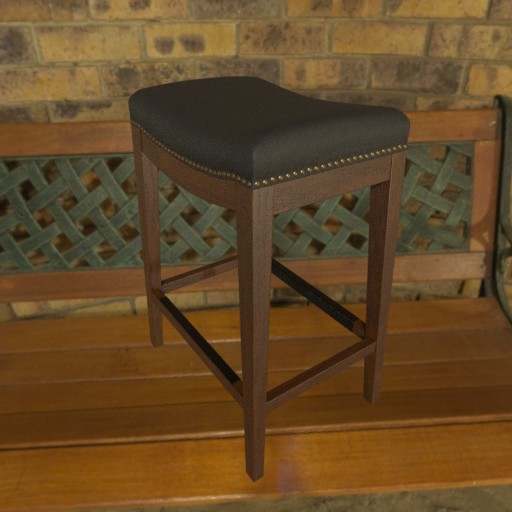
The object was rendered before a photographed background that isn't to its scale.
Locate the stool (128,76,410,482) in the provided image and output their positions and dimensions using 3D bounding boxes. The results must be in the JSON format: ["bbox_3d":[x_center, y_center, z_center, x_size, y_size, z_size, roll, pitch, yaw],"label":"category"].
[{"bbox_3d":[0.000,0.000,0.948,0.353,0.664,0.490,-19,36,-30],"label":"stool"}]
